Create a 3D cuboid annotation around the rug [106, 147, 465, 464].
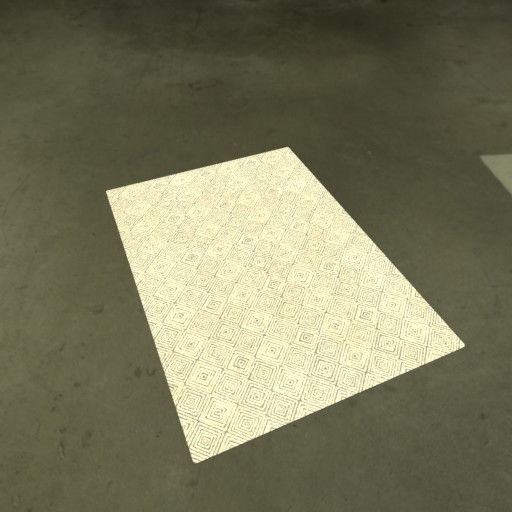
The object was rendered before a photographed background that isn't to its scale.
[{"bbox_3d":[0.000,0.000,2.981,1.593,0.008,2.238,-17,48,-16],"label":"rug"}]
